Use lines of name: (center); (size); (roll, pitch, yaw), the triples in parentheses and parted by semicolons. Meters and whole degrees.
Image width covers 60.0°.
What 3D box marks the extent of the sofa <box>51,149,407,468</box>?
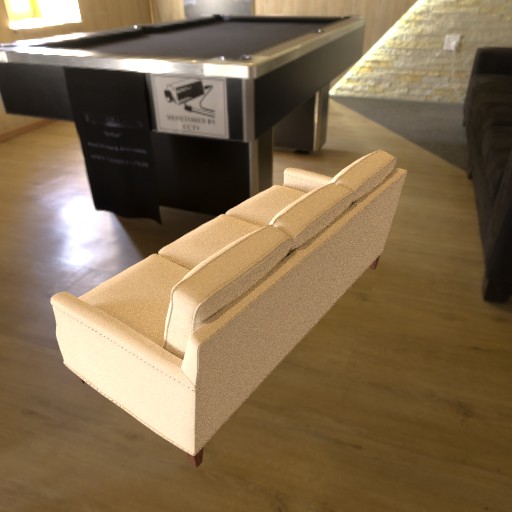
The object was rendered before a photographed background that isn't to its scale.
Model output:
sofa: (0.000, 0.000, 2.809); (1.084, 1.003, 2.246); (21, 38, 30)
